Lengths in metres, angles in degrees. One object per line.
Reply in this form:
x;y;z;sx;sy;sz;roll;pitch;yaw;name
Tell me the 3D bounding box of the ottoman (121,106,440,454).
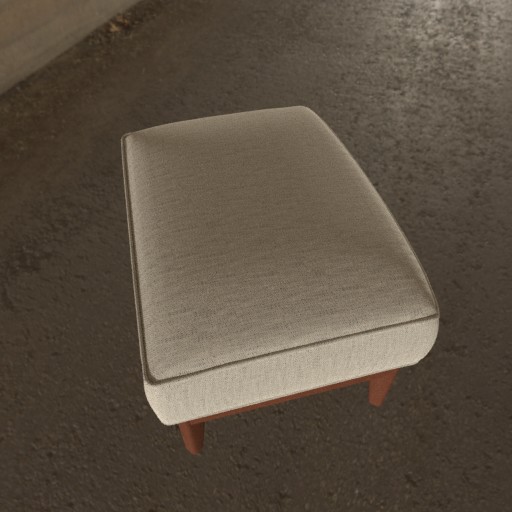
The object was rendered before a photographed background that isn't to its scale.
0.000;0.000;1.146;0.594;0.465;0.794;-11;49;-10;ottoman
